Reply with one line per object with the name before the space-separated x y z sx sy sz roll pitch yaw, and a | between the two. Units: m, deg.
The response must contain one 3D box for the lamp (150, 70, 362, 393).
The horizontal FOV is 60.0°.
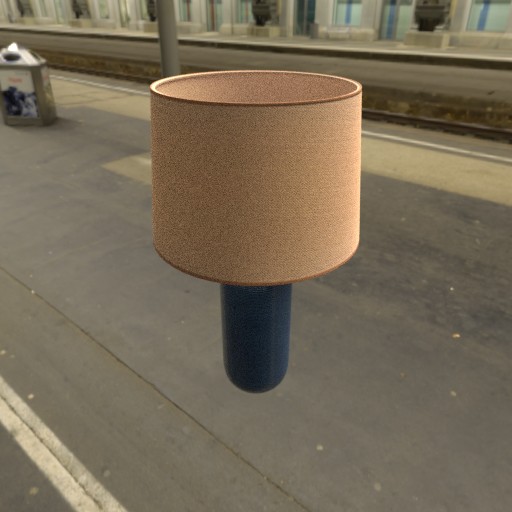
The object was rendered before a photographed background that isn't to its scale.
lamp | 0.000 0.000 0.831 0.367 0.609 0.367 0 29 0
